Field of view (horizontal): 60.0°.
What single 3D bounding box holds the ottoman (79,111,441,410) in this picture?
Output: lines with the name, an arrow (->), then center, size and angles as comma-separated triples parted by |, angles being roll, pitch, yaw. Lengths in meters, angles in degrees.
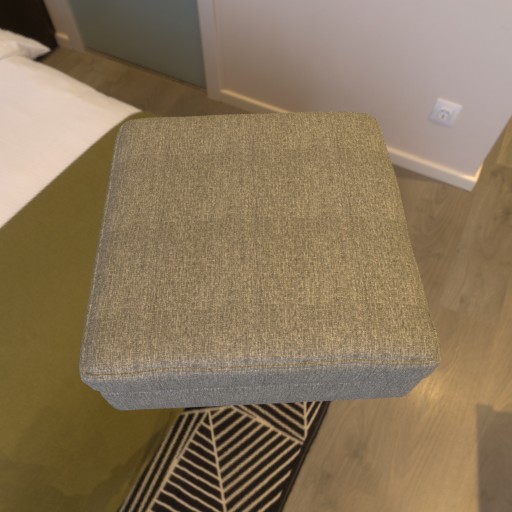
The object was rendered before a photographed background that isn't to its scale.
ottoman -> 0.000, 0.000, 1.344 | 0.838, 0.481, 0.838 | -2, 58, -1
